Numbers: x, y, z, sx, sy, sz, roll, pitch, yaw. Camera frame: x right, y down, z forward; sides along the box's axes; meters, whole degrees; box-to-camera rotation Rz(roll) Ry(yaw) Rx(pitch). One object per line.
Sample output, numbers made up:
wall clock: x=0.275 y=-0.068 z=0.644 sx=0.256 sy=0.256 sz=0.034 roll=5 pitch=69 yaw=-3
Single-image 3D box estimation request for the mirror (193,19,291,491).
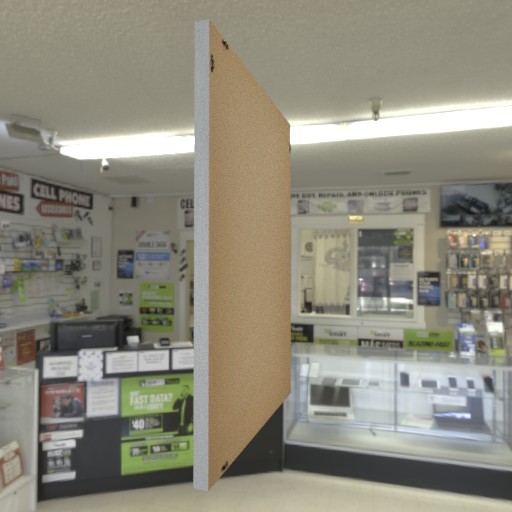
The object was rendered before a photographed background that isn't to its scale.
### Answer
mirror: x=0.000 y=0.000 z=1.321 sx=0.040 sy=1.016 sz=0.762 roll=0 pitch=-1 yaw=18
